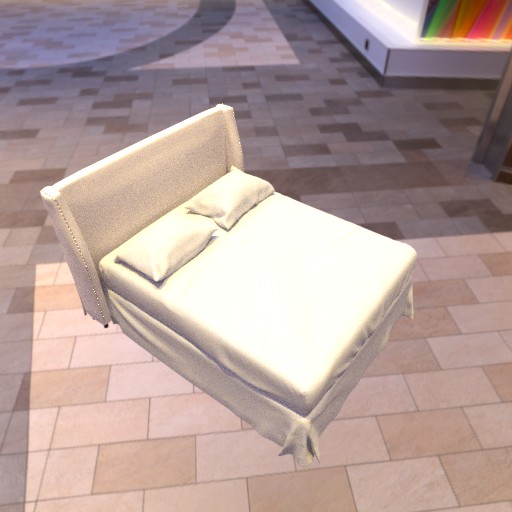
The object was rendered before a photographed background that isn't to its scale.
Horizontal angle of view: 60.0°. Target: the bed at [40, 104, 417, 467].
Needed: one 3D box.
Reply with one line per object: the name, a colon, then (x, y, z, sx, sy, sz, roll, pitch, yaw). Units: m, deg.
bed: (0.000, 0.000, 3.475, 2.276, 1.332, 1.925, 26, 47, 27)
